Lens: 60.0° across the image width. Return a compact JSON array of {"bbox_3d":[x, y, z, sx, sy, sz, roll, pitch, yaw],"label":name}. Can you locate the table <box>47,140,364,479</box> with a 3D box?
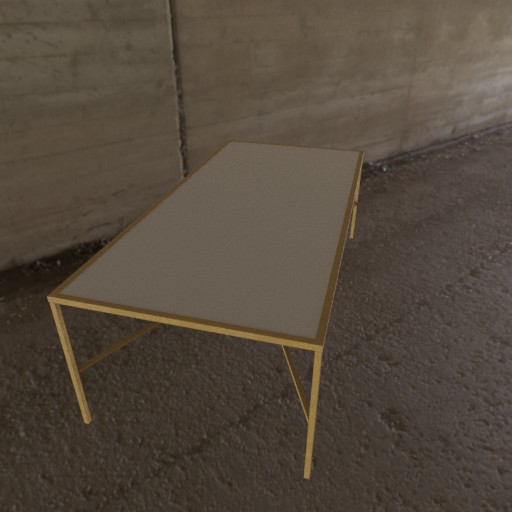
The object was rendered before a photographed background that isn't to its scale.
[{"bbox_3d":[0.000,0.000,1.466,0.580,0.398,1.206,8,31,13],"label":"table"}]
